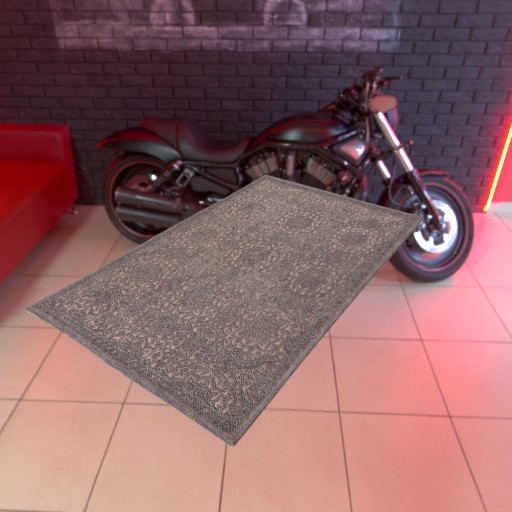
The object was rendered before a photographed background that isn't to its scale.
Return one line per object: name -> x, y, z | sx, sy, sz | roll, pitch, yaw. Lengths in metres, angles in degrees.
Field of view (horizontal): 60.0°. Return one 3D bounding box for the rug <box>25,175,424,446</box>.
rug -> 0.000, 0.000, 3.053 | 1.535, 0.022, 2.498 | 21, 38, 29
